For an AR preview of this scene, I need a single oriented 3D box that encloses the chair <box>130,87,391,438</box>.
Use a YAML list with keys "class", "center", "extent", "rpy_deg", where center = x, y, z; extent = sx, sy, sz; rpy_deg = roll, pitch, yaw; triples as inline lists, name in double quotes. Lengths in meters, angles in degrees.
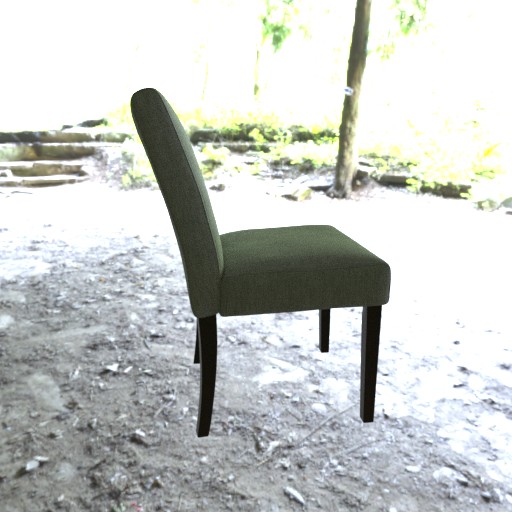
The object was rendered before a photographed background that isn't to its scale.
- class: "chair"
  center: [0.000, 0.000, 1.289]
  extent: [0.629, 0.884, 0.487]
  rpy_deg: [-2, 17, -8]
